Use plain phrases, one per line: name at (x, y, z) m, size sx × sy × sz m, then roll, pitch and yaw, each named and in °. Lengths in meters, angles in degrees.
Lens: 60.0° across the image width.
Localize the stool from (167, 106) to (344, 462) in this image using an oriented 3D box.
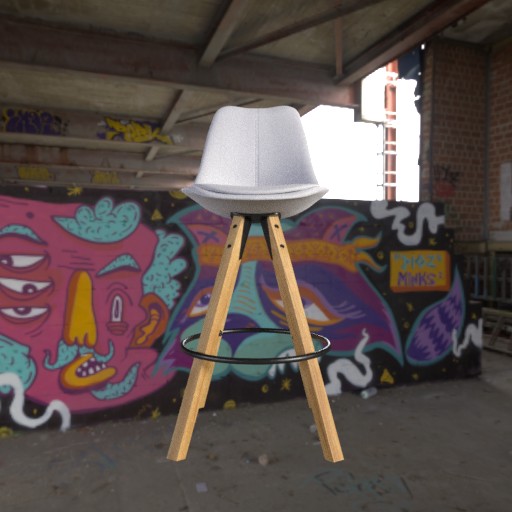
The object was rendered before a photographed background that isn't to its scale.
stool at (0.000, 0.000, 1.415) m, size 0.484 × 1.115 × 0.550 m, roll 0°, pitch 1°, yaw 1°
